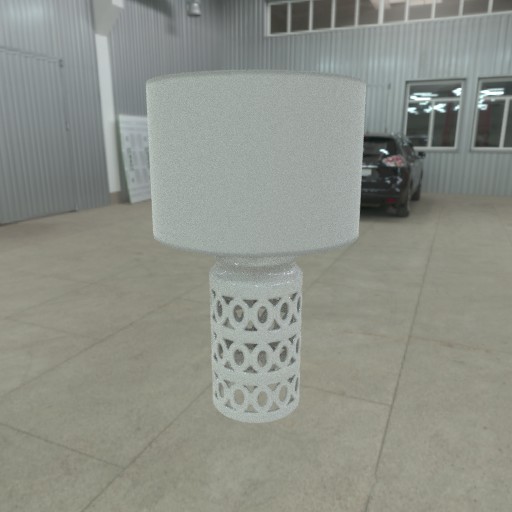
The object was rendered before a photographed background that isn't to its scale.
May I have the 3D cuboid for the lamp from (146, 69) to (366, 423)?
[{"bbox_3d":[0.000,0.000,0.696,0.310,0.502,0.310,0,15,0],"label":"lamp"}]
